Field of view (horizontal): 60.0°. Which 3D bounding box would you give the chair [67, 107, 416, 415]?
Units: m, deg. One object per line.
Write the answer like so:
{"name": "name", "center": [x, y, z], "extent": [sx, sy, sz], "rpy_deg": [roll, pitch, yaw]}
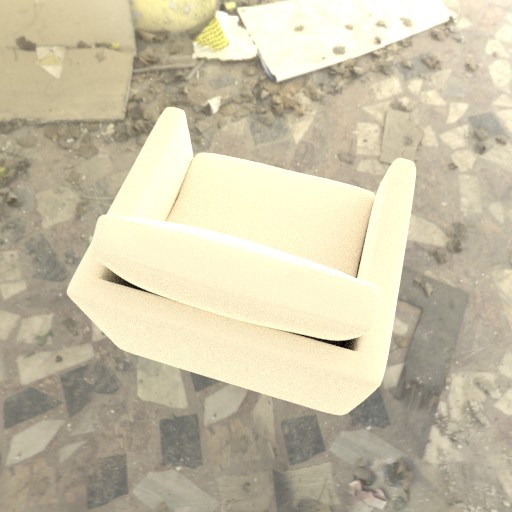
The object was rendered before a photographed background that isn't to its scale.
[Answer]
{"name": "chair", "center": [0.000, 0.000, 1.719], "extent": [1.019, 0.885, 0.878], "rpy_deg": [15, 63, 8]}
